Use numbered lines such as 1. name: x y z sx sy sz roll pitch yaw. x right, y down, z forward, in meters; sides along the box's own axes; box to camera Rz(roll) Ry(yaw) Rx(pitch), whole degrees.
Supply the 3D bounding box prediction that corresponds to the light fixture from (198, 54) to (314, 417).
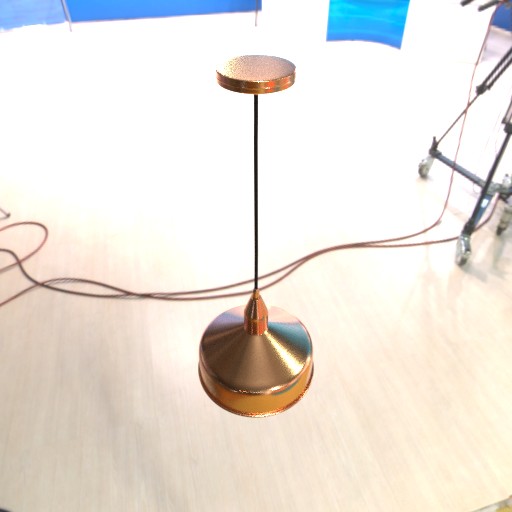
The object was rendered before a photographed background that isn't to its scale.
1. light fixture: 0.000 0.000 0.914 0.301 0.754 0.301 26 47 27
